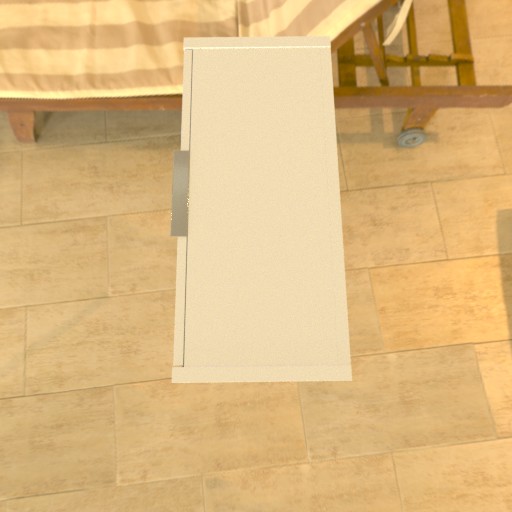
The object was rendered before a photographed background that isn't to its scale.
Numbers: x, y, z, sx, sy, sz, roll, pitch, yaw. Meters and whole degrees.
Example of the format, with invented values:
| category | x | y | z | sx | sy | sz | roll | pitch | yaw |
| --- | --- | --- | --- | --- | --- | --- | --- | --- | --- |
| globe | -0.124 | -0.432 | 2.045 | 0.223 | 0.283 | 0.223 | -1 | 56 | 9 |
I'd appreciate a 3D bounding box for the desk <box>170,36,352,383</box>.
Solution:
| category | x | y | z | sx | sy | sz | roll | pitch | yaw |
| --- | --- | --- | --- | --- | --- | --- | --- | --- | --- |
| desk | 0.000 | 0.000 | 1.604 | 0.390 | 1.190 | 0.850 | -1 | 75 | 0 |
